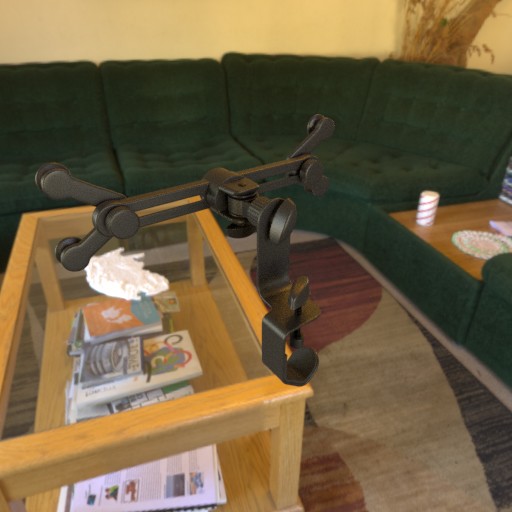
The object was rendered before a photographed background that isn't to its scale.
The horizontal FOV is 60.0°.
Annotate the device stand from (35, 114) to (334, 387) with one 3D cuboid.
[{"bbox_3d":[0.000,0.000,0.358,0.270,0.166,0.142,-20,36,-30],"label":"device stand"}]
